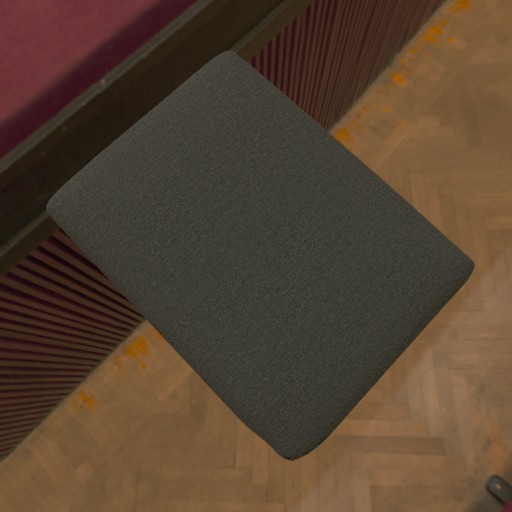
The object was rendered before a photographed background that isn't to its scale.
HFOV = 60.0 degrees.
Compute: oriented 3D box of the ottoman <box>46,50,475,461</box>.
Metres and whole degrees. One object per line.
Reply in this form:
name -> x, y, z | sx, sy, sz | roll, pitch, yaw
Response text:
ottoman -> 0.000, 0.000, 1.216 | 0.629, 0.503, 0.835 | -44, 79, -10
